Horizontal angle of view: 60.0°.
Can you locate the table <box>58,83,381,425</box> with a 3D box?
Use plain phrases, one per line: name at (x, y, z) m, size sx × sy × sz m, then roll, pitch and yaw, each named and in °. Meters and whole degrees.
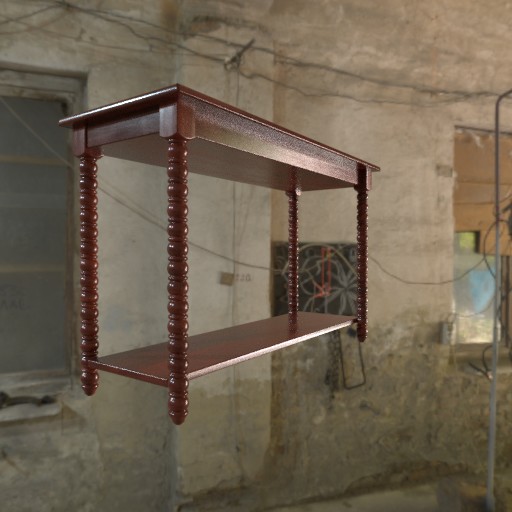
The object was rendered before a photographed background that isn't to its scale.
table at (0.000, 0.000, 1.531) m, size 0.459 × 0.740 × 1.184 m, roll 1°, pitch 1°, yaw 36°
